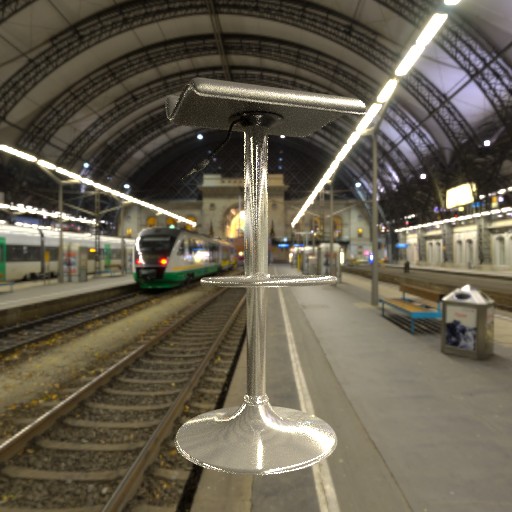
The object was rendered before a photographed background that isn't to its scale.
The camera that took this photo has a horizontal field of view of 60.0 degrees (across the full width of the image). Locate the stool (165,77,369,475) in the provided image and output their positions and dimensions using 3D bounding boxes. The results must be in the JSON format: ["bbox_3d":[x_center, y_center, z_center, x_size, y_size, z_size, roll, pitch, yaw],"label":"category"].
[{"bbox_3d":[0.000,0.000,1.052,0.381,0.851,0.381,0,0,-19],"label":"stool"}]
